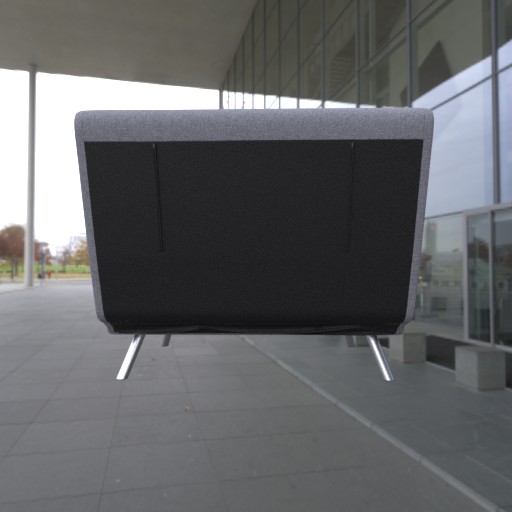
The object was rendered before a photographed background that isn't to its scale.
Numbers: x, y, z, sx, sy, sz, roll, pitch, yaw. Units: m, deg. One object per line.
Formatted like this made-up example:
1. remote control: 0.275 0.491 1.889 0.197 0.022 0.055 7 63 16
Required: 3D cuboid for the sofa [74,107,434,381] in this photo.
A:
1. sofa: 0.000 0.000 1.689 1.020 0.825 1.000 0 -2 1
